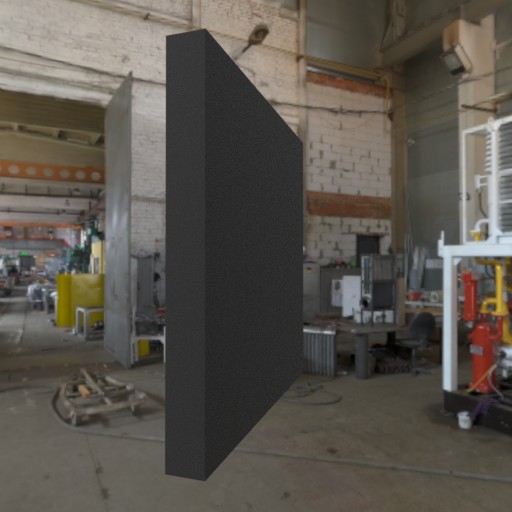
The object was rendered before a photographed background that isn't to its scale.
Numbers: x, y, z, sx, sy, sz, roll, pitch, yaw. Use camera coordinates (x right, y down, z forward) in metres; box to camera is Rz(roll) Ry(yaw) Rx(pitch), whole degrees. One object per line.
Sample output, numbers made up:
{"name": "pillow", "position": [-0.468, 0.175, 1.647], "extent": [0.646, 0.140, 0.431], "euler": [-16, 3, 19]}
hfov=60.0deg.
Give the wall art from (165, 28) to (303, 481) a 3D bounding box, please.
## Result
{"name": "wall art", "position": [0.000, 0.000, 0.449], "extent": [0.030, 0.305, 0.308], "euler": [0, -1, 18]}
